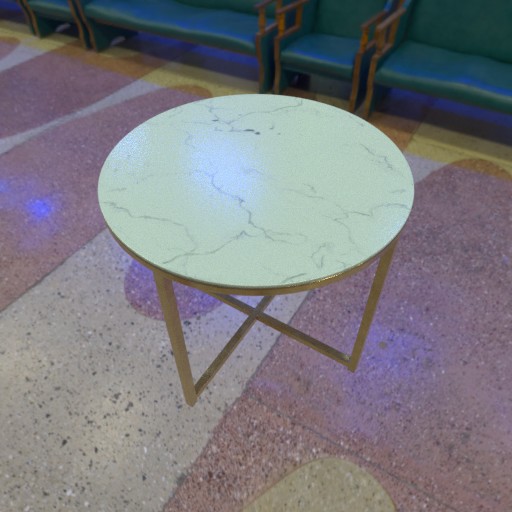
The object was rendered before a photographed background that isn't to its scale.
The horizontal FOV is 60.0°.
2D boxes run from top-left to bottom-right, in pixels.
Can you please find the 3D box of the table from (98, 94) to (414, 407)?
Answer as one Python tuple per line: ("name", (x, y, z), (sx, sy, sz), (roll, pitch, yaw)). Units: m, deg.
("table", (0.000, 0.000, 0.872), (0.500, 0.420, 0.500), (0, 47, 0))
